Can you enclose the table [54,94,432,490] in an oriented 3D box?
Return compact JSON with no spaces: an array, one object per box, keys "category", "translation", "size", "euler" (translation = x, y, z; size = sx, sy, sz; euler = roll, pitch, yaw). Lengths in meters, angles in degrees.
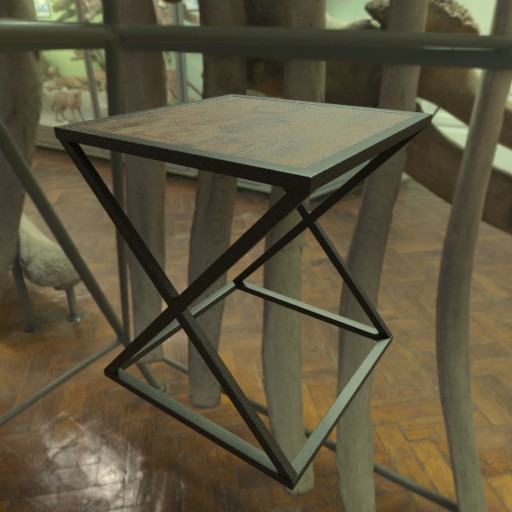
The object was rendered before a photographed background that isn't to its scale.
[{"category":"table","translation":[0.000,0.000,0.945],"size":[0.500,0.565,0.500],"euler":[18,32,30]}]
